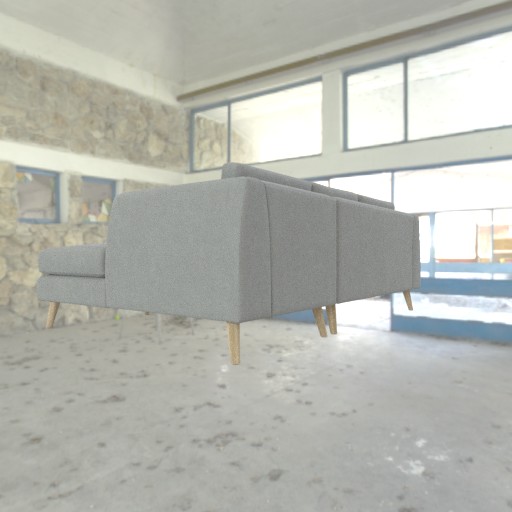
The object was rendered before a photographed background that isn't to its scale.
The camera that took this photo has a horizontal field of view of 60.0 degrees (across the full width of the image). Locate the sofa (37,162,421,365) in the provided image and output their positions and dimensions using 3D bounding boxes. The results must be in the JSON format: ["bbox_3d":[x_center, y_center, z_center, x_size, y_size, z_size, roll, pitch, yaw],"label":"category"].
[{"bbox_3d":[0.000,0.000,3.079,1.580,0.860,2.300,0,0,37],"label":"sofa"}]
